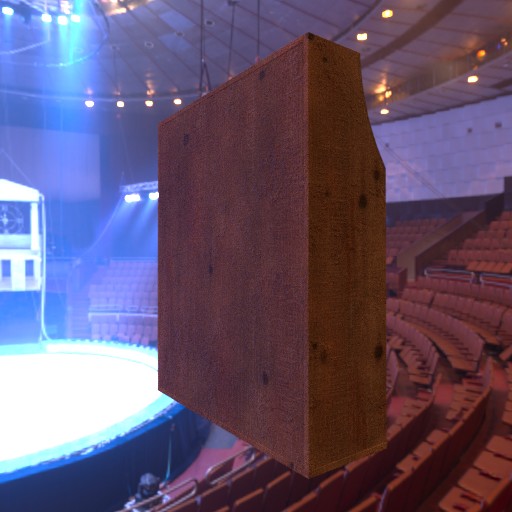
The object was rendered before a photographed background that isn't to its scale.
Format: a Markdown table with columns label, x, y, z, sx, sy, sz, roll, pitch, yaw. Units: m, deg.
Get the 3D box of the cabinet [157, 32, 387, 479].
| label | x | y | z | sx | sy | sz | roll | pitch | yaw |
| --- | --- | --- | --- | --- | --- | --- | --- | --- | --- |
| cabinet | 0.000 | 0.000 | 0.836 | 0.184 | 0.590 | 0.489 | 0 | -1 | -36 |
